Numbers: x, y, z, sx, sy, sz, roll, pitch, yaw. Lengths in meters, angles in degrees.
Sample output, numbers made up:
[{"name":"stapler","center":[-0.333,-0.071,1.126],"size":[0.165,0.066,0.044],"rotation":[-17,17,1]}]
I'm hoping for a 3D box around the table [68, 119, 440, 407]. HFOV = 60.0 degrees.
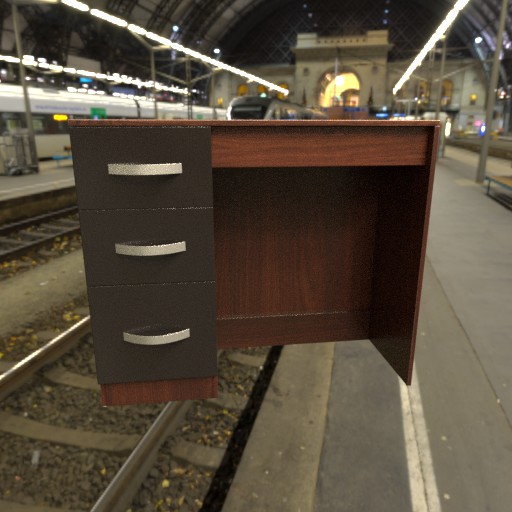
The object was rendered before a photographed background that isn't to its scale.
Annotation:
[{"name":"table","center":[0.000,0.000,1.353],"size":[0.930,0.790,0.380],"rotation":[-2,16,-7]}]
